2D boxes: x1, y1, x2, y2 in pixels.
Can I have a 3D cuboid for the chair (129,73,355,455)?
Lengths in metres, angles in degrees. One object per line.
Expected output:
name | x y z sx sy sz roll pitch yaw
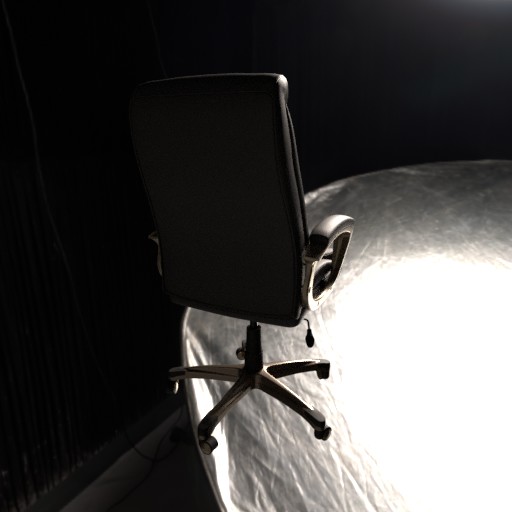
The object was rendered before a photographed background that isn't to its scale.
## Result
chair | 0.000 0.000 1.634 0.694 1.188 0.748 8 17 26
